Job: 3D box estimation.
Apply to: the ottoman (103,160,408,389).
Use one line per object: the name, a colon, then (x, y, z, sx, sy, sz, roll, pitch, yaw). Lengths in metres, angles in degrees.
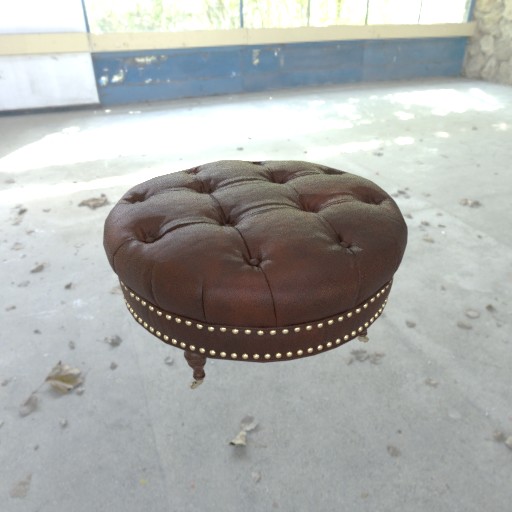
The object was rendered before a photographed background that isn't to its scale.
ottoman: (0.000, 0.000, 1.424, 0.901, 0.455, 0.901, 0, 30, 0)
